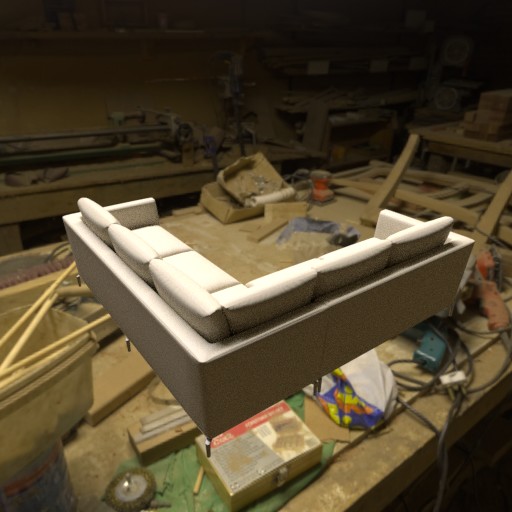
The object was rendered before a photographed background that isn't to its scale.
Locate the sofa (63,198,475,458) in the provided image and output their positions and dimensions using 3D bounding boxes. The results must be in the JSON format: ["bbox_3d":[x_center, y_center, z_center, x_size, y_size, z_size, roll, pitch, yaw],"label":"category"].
[{"bbox_3d":[0.000,0.000,3.733,2.430,0.867,2.448,-18,31,-32],"label":"sofa"}]
